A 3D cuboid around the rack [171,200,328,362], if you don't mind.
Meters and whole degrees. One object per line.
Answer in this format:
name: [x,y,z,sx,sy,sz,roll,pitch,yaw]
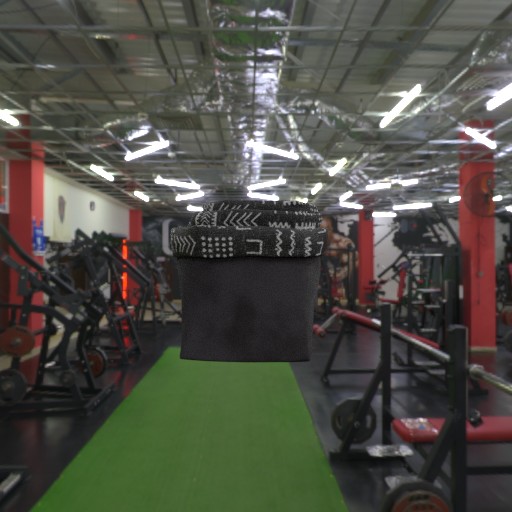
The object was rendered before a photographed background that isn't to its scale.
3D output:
rack: [0.000,0.000,1.096,0.379,0.323,0.905,0,0,1]
